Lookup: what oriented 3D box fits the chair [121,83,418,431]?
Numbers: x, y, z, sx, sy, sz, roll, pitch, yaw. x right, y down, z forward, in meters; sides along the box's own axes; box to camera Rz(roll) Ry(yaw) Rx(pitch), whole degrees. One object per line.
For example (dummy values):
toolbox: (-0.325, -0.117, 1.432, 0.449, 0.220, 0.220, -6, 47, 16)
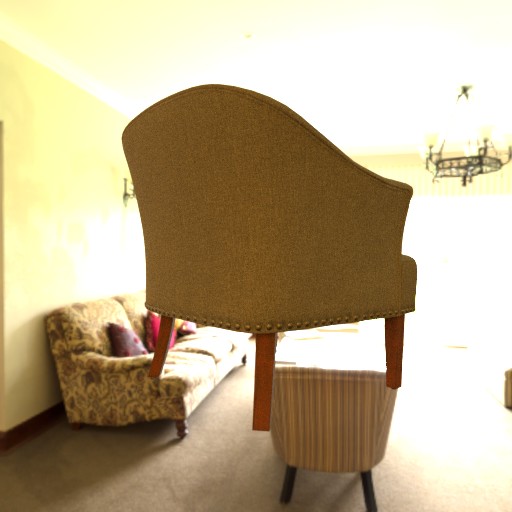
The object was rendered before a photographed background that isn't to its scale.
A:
chair: (0.000, 0.000, 1.395, 0.704, 0.815, 0.798, -1, 1, -39)
